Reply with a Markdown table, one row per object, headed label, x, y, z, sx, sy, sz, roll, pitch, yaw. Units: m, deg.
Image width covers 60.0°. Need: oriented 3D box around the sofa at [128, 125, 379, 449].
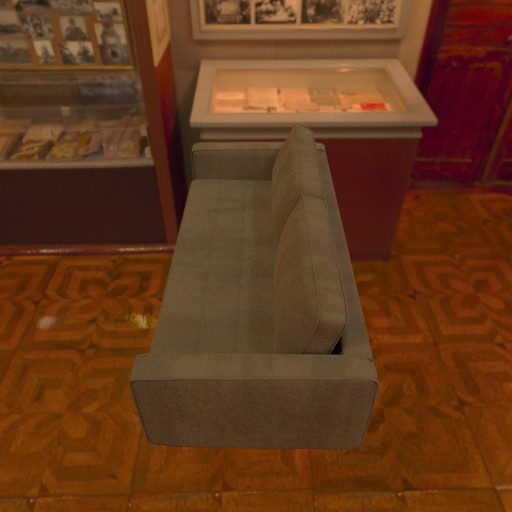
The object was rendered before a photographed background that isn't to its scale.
| label | x | y | z | sx | sy | sz | roll | pitch | yaw |
| --- | --- | --- | --- | --- | --- | --- | --- | --- | --- |
| sofa | 0.000 | 0.000 | 2.421 | 0.924 | 0.825 | 1.920 | 1 | 40 | 1 |
